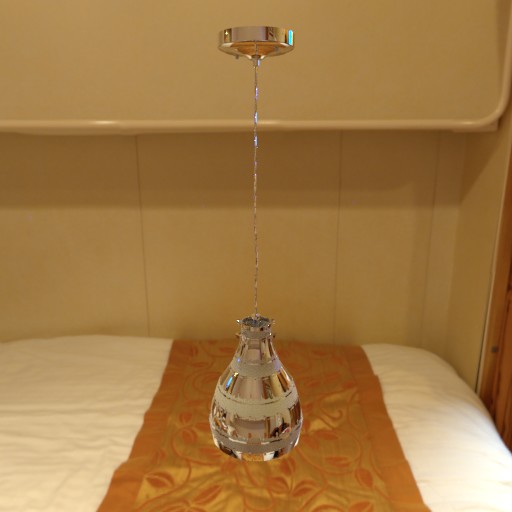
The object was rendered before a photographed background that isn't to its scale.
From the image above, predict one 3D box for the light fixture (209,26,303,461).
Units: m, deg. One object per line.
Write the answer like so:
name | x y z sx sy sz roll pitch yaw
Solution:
light fixture | 0.000 0.000 1.603 0.374 1.457 0.374 14 20 43
